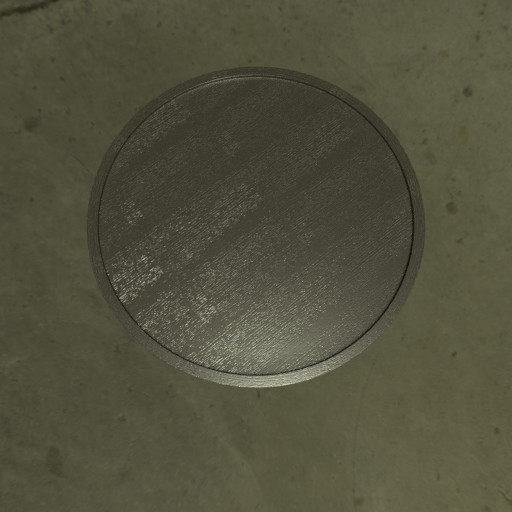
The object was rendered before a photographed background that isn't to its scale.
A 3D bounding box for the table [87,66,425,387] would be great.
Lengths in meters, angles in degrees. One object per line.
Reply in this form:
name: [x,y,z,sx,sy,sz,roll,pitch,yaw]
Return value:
table: [0.000,0.000,0.914,0.500,0.531,0.500,0,76,0]
